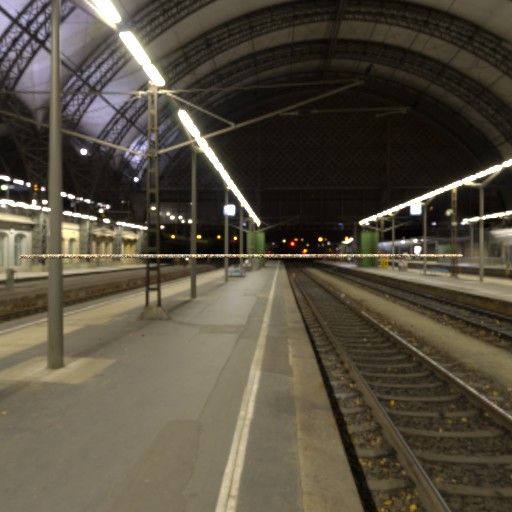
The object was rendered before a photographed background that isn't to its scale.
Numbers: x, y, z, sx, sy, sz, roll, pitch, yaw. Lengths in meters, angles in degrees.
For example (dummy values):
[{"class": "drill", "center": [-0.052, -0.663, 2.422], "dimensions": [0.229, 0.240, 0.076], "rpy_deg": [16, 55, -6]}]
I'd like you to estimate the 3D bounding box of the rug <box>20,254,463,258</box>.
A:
[{"class": "rug", "center": [0.000, 0.000, 2.518], "dimensions": [2.292, 0.015, 0.688], "rpy_deg": [0, 0, -18]}]
